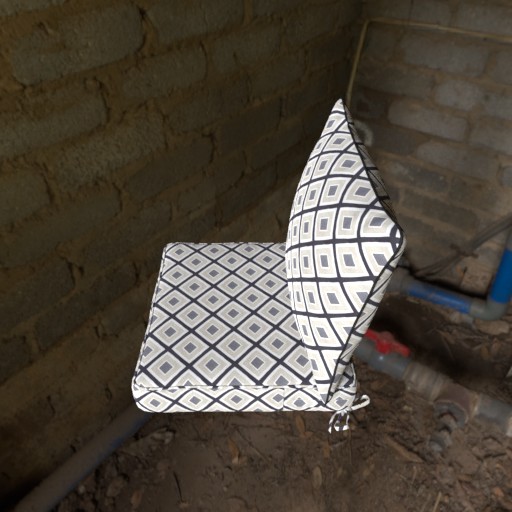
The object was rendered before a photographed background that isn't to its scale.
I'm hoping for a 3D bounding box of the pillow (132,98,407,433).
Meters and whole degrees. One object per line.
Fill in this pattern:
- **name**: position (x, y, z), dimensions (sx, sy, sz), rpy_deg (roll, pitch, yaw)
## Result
- **pillow**: position (0.000, 0.000, 1.376), dimensions (0.733, 0.722, 0.798), rpy_deg (0, 40, 0)
